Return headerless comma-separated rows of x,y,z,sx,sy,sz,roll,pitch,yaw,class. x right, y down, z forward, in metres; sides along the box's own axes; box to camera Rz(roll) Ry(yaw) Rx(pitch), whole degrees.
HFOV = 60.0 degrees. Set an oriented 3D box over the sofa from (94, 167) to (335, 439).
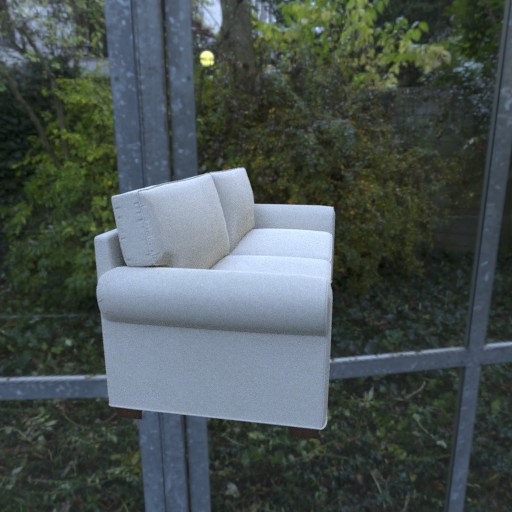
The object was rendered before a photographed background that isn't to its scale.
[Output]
0.000,0.000,2.611,0.901,0.962,2.146,2,14,10,sofa
